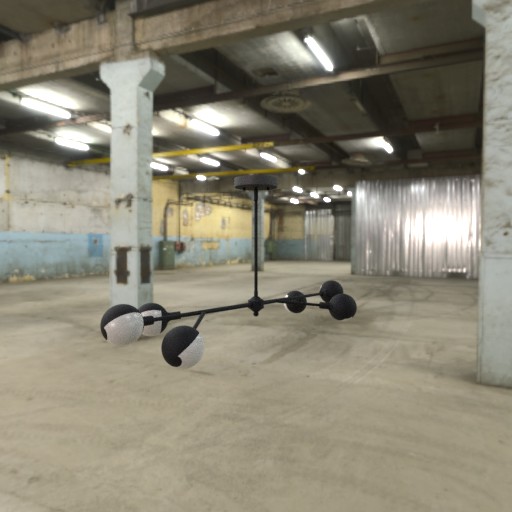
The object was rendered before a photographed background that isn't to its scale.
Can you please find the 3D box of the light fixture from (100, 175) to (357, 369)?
[{"bbox_3d":[0.000,0.000,1.040,0.778,0.362,0.434,-1,1,-36],"label":"light fixture"}]
